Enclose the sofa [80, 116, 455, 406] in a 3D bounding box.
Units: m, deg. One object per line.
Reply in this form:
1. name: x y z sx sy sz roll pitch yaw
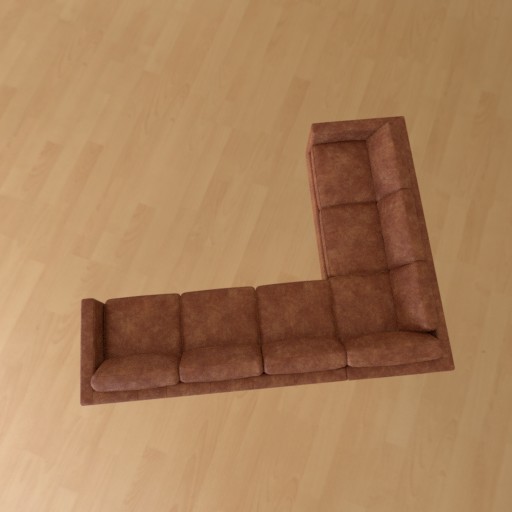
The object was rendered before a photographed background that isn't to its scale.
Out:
1. sofa: 0.000 0.000 4.266 3.150 0.838 2.438 -5 75 -1
